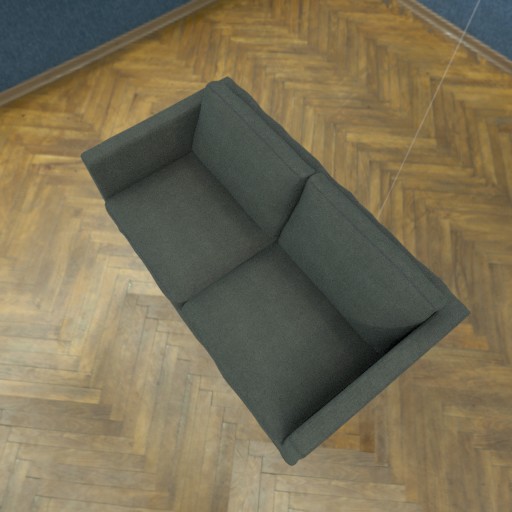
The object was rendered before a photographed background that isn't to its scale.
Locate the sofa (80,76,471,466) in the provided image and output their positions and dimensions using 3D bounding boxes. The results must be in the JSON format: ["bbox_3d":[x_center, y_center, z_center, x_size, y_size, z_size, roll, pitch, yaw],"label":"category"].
[{"bbox_3d":[0.000,0.000,2.315,0.974,0.854,1.802,-34,68,-16],"label":"sofa"}]
